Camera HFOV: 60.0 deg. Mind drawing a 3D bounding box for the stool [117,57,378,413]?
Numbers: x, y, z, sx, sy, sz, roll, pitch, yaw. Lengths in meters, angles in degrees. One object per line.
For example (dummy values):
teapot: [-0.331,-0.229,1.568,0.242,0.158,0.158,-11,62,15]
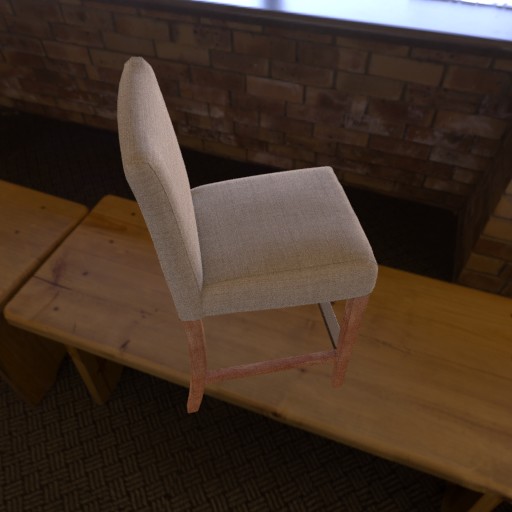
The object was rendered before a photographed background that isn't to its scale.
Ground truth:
stool: [0.000,0.000,1.299,0.567,1.039,0.454,-8,49,-7]
